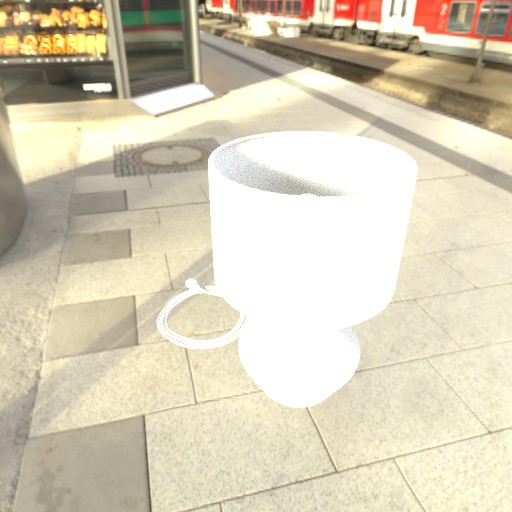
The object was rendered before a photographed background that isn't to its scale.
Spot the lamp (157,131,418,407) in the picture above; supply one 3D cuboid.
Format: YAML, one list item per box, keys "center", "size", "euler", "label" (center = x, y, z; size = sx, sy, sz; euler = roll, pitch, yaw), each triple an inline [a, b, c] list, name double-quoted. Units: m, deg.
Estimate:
- center: [0.000, 0.000, 0.863]
  size: [0.401, 0.457, 0.546]
  euler: [-9, 32, -15]
  label: "lamp"
